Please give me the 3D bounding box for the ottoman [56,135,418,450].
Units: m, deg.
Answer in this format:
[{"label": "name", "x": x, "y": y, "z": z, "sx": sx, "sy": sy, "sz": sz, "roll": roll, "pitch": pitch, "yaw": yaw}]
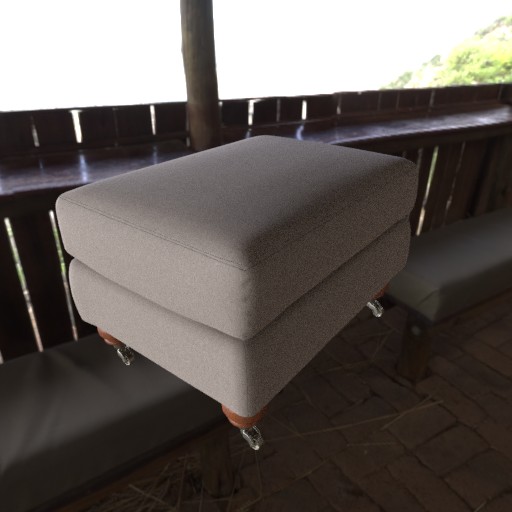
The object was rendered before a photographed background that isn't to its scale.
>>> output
[{"label": "ottoman", "x": 0.000, "y": 0.000, "z": 1.167, "sx": 0.574, "sy": 0.497, "sz": 0.773, "roll": 20, "pitch": 33, "yaw": 33}]
